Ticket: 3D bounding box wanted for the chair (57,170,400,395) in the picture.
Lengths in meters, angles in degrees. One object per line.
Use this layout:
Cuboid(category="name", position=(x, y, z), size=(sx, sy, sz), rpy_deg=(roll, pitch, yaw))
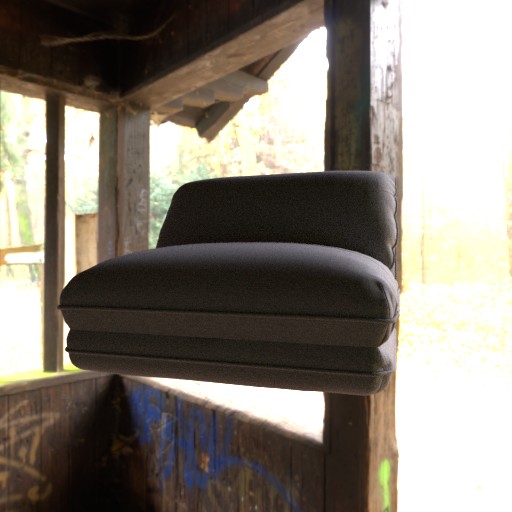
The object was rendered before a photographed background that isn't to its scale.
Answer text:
Cuboid(category="chair", position=(0.000, 0.000, 1.323), size=(0.820, 0.580, 0.780), rpy_deg=(0, 0, 18))
